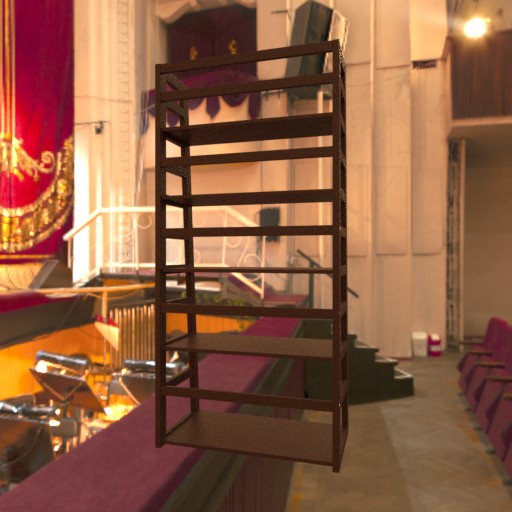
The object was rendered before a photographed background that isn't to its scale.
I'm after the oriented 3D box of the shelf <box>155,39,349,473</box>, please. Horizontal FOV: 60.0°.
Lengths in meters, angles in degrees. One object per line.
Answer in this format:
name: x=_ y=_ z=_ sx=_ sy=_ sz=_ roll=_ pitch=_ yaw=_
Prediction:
shelf: x=0.000 y=0.000 z=1.933 sx=0.763 sy=1.600 sz=0.403 roll=0 pitch=0 yaw=17
